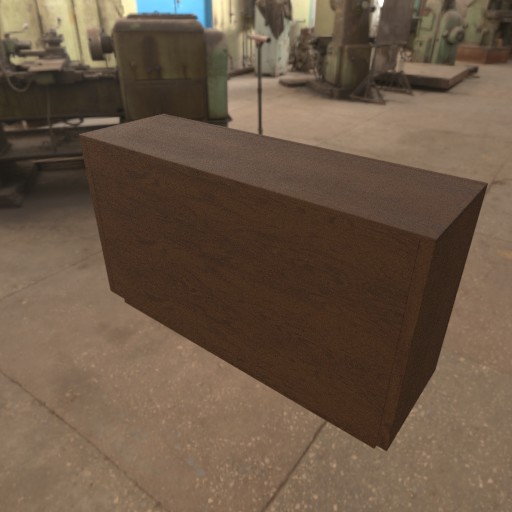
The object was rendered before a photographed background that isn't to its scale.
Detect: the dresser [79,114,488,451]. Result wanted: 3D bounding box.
[{"bbox_3d":[0.000,0.000,1.885,1.523,0.889,0.512,22,37,32],"label":"dresser"}]
